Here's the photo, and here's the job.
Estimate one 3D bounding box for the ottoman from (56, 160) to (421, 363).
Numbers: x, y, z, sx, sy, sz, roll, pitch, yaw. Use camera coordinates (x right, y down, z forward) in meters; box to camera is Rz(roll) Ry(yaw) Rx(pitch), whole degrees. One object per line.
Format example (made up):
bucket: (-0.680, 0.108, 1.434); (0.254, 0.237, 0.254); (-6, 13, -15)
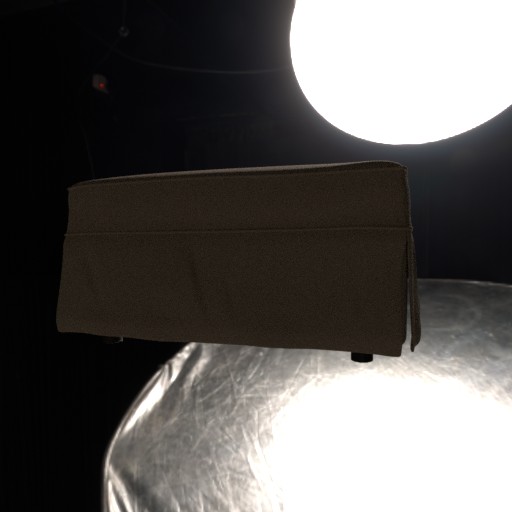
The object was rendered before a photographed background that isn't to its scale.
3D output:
ottoman: (0.000, 0.000, 1.371); (0.959, 0.482, 0.721); (0, 0, 19)
